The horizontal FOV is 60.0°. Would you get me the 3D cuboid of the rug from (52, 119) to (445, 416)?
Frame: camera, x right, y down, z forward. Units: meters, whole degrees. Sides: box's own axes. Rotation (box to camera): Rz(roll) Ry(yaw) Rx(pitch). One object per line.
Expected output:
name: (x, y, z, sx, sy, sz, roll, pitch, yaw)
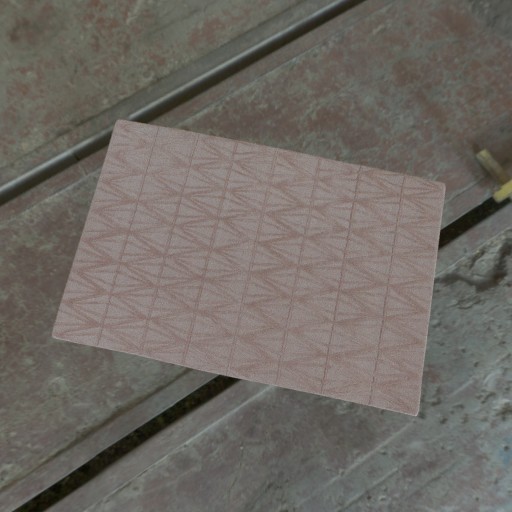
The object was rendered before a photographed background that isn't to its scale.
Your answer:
rug: (0.000, 0.000, 2.291, 1.837, 0.025, 1.230, 12, 77, 3)
